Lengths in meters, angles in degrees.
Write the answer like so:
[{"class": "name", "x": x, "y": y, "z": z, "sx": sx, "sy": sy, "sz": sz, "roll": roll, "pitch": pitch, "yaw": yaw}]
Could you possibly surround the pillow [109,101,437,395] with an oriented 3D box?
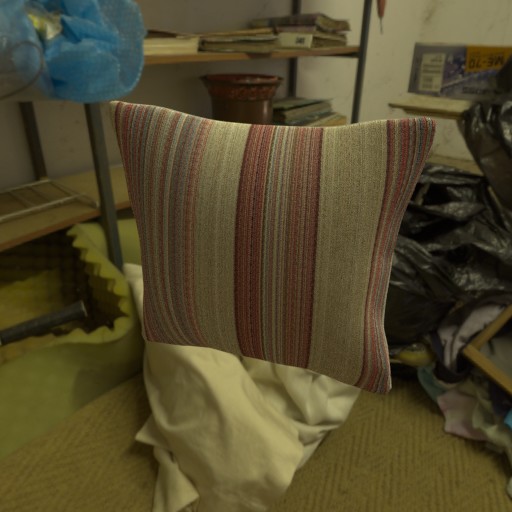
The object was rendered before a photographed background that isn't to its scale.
[{"class": "pillow", "x": 0.000, "y": 0.000, "z": 0.651, "sx": 0.437, "sy": 0.419, "sz": 0.136, "roll": 9, "pitch": 29, "yaw": 16}]
